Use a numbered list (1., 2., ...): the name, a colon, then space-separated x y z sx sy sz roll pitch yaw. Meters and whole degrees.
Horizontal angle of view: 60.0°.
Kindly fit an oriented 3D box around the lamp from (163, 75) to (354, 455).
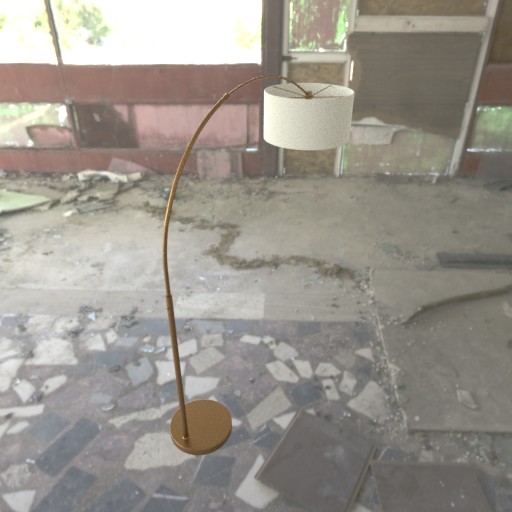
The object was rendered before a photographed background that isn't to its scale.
1. lamp: 0.000 0.000 2.552 0.493 1.927 1.434 22 37 32
